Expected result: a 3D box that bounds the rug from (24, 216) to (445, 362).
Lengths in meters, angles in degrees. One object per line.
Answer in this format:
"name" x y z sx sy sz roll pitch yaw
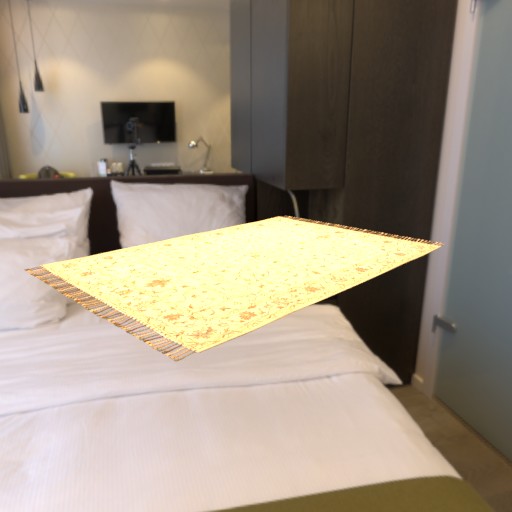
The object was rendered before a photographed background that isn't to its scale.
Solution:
"rug" 0.000 0.000 2.285 1.218 0.017 1.861 15 22 42
